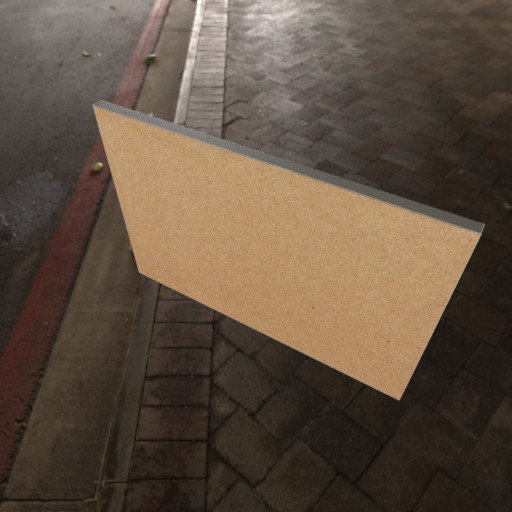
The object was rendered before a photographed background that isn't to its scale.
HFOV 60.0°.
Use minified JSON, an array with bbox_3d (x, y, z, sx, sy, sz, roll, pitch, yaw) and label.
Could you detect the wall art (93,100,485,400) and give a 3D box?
[{"bbox_3d":[0.000,0.000,0.772,0.615,0.410,0.021,23,50,21],"label":"wall art"}]
